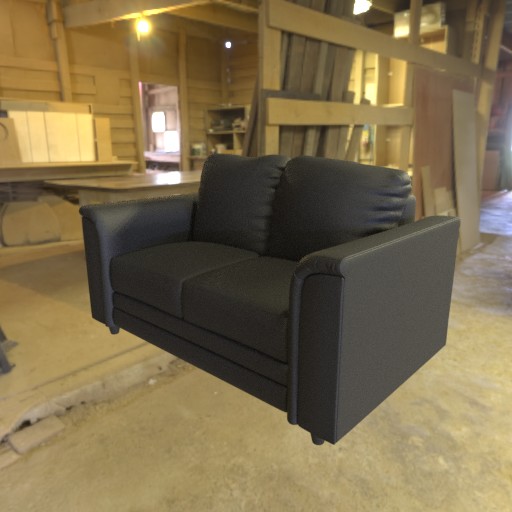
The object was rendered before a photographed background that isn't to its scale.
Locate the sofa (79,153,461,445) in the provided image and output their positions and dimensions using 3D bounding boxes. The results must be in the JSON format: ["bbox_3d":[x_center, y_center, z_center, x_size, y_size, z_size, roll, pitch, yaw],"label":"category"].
[{"bbox_3d":[0.000,0.000,1.922,1.386,0.845,0.887,13,20,41],"label":"sofa"}]
